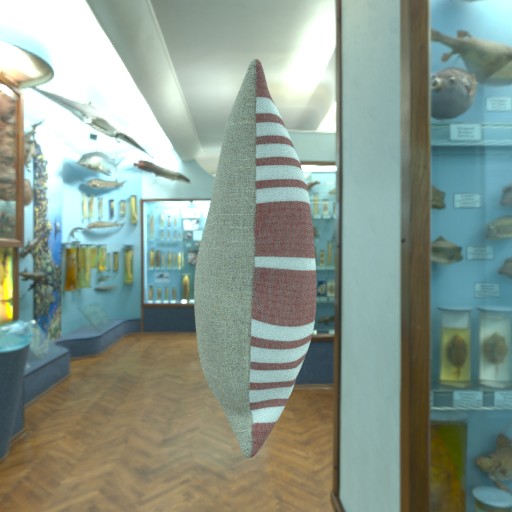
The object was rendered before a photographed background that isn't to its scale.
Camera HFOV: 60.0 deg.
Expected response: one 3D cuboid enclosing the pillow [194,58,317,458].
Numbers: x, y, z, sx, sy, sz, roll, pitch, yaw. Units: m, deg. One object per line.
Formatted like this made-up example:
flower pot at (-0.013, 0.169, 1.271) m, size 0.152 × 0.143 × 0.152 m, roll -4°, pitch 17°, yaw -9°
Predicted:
pillow at (0.000, 0.000, 0.681) m, size 0.182 × 0.427 × 0.439 m, roll 0°, pitch 0°, yaw 0°
